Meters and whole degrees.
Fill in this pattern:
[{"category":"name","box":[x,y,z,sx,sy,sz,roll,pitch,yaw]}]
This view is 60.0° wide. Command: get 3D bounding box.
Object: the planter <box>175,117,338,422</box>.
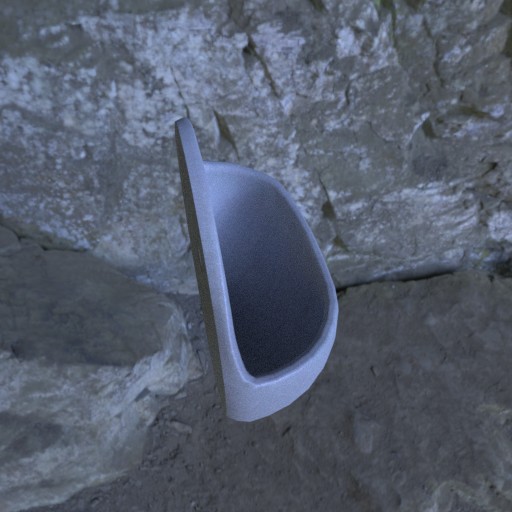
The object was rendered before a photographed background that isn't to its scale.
[{"category":"planter","box":[0.000,0.000,0.272,0.073,0.164,0.190,-10,45,-10]}]
